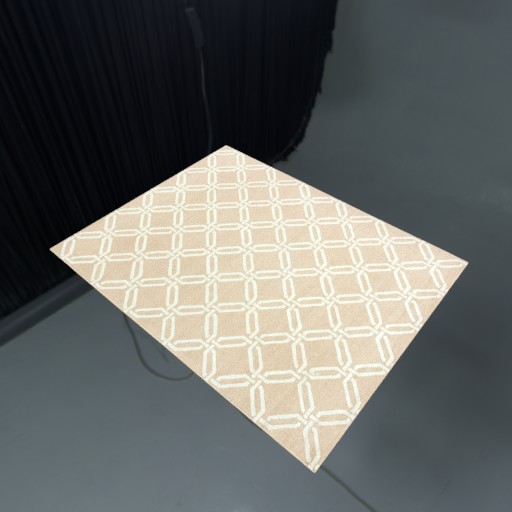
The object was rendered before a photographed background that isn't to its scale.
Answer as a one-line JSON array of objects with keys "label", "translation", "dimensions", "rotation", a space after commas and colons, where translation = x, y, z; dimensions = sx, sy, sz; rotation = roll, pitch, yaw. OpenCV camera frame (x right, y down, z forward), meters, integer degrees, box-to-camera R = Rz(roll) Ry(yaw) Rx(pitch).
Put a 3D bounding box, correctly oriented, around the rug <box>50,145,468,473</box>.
[{"label": "rug", "translation": [0.000, 0.000, 3.899], "dimensions": [2.895, 0.018, 2.288], "rotation": [32, 53, 27]}]
